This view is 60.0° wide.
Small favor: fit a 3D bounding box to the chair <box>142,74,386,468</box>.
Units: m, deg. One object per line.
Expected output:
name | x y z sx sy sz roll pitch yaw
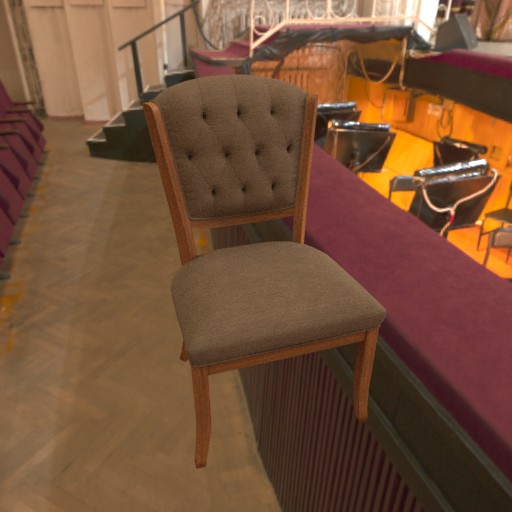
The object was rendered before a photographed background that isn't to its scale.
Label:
chair | 0.000 0.000 1.260 0.513 0.905 0.584 -9 30 -16
